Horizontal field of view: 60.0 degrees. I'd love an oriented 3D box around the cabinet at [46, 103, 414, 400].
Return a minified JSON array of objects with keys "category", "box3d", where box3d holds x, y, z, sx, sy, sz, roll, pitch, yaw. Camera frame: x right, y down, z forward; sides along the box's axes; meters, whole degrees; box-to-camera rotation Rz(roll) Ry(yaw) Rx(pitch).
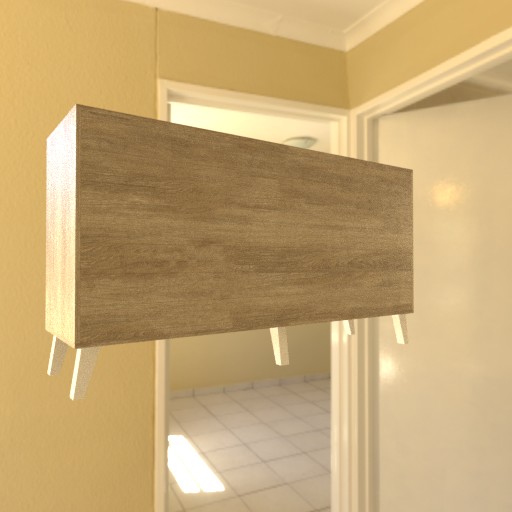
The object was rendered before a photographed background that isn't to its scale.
[{"category":"cabinet","box3d":[0.000,0.000,1.931,1.600,0.870,0.450,1,-1,-35]}]
